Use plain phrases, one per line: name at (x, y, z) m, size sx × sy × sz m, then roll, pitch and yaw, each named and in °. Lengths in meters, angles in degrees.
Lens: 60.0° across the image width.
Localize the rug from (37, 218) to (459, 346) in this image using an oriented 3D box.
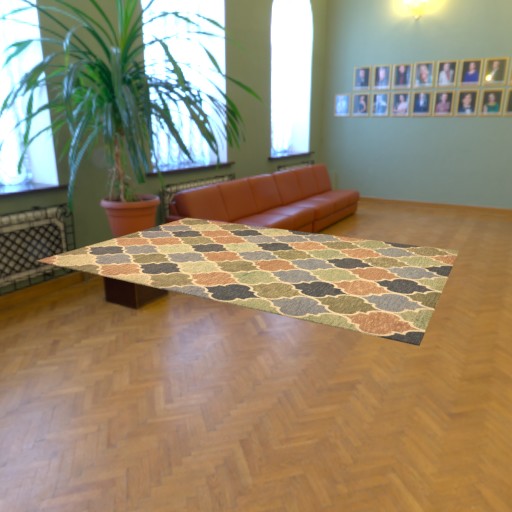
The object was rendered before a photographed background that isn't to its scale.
rug at (0.000, 0.000, 2.303) m, size 1.828 × 0.006 × 1.216 m, roll 9°, pitch 19°, yaw 28°
